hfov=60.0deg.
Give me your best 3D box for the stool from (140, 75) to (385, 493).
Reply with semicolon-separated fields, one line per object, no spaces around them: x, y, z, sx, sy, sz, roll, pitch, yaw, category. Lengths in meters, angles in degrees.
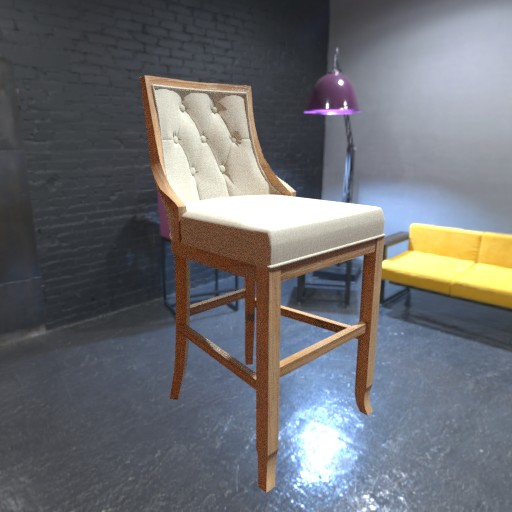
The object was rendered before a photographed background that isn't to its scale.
0.000;0.000;1.435;0.524;1.101;0.626;-14;21;-42;stool
